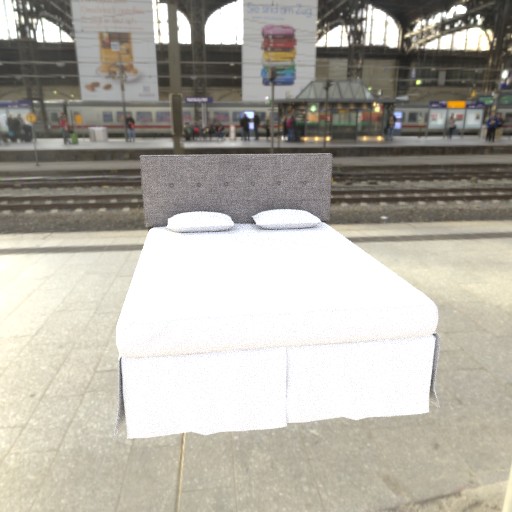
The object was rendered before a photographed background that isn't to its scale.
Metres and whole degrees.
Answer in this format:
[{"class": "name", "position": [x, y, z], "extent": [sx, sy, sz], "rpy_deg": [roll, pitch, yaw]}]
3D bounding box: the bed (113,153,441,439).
[{"class": "bed", "position": [0.000, 0.000, 2.897], "extent": [1.621, 1.168, 1.958], "rpy_deg": [-2, 17, -8]}]
